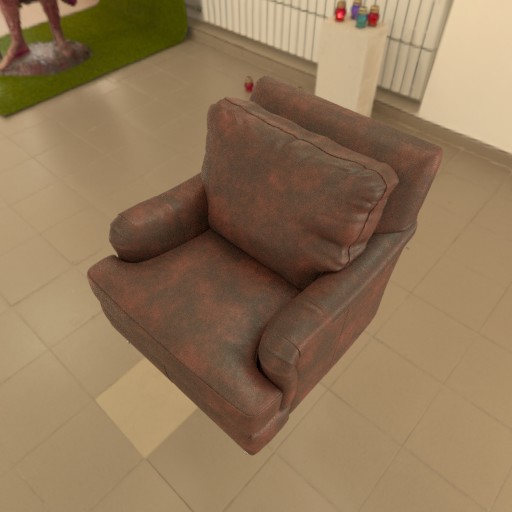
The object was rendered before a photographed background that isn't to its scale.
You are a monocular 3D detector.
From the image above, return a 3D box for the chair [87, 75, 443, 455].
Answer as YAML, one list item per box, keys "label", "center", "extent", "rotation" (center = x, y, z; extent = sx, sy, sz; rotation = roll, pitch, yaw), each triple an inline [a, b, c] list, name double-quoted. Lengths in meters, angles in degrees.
- label: "chair"
  center: [0.000, 0.000, 1.914]
  extent: [0.987, 1.051, 1.156]
  rotation: [34, 56, 27]
